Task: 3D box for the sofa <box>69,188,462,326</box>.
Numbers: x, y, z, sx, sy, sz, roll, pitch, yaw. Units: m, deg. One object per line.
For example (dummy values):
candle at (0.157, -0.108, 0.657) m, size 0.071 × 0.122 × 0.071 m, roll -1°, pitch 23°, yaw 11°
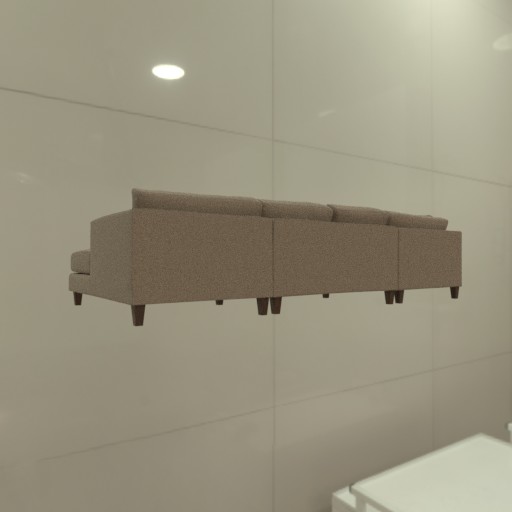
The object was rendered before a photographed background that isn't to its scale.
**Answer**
sofa at (0.000, 0.000, 4.508) m, size 3.438 × 0.865 × 2.424 m, roll 0°, pitch -1°, yaw -35°
